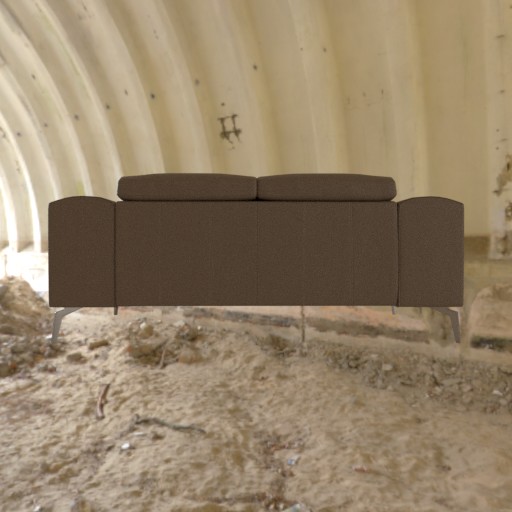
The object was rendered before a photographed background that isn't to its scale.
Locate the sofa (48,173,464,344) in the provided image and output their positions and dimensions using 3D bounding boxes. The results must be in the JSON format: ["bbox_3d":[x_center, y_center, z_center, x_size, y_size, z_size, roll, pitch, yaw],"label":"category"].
[{"bbox_3d":[0.000,0.000,2.467,1.895,0.779,1.003,0,1,-1],"label":"sofa"}]
